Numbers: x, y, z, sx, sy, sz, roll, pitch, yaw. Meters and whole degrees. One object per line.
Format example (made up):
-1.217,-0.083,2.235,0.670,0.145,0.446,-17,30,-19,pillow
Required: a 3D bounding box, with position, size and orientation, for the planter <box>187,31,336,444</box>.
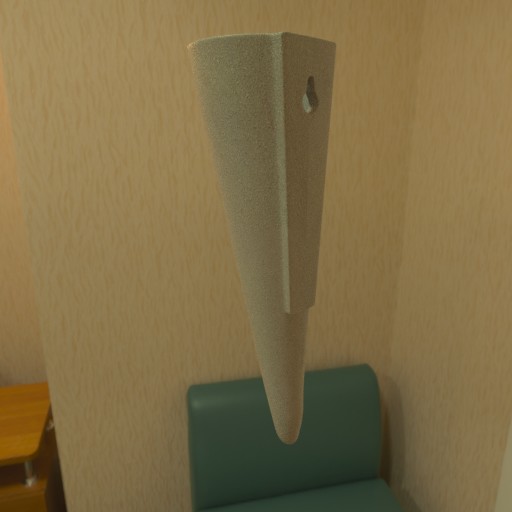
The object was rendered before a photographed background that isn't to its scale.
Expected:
0.000,0.000,0.221,0.057,0.191,0.064,-15,22,-42,planter
